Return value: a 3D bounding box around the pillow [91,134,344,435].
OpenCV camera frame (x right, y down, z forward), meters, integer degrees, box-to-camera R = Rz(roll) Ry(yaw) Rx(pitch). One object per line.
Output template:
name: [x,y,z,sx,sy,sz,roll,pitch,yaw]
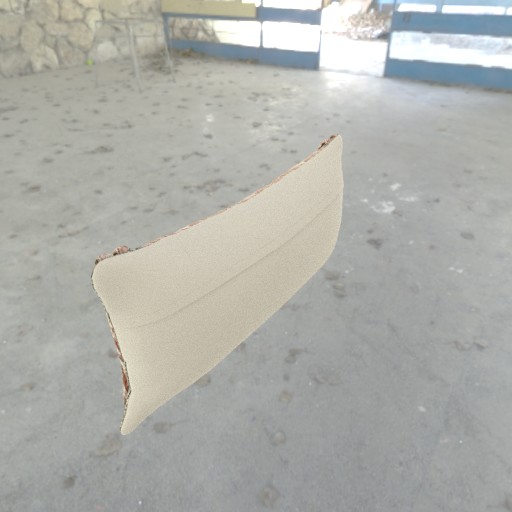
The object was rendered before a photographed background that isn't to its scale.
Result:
pillow: [0.000,0.000,0.762,0.139,0.282,0.635,20,37,29]
